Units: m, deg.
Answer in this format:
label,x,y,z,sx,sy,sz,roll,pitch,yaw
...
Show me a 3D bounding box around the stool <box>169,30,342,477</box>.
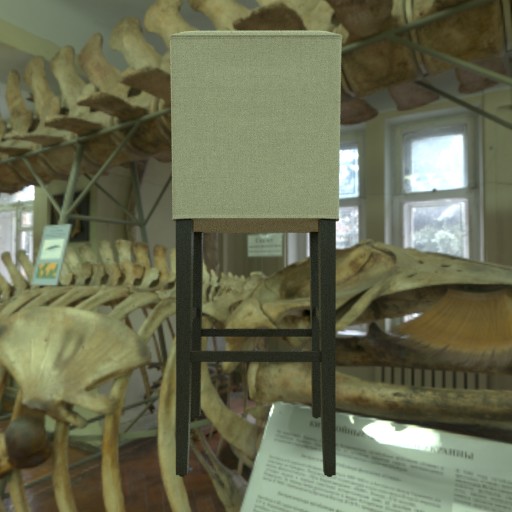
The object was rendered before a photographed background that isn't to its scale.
label,x,y,z,sx,sy,sz,roll,pitch,yaw
stool,0.000,0.000,1.336,0.474,1.116,0.509,0,-2,0
